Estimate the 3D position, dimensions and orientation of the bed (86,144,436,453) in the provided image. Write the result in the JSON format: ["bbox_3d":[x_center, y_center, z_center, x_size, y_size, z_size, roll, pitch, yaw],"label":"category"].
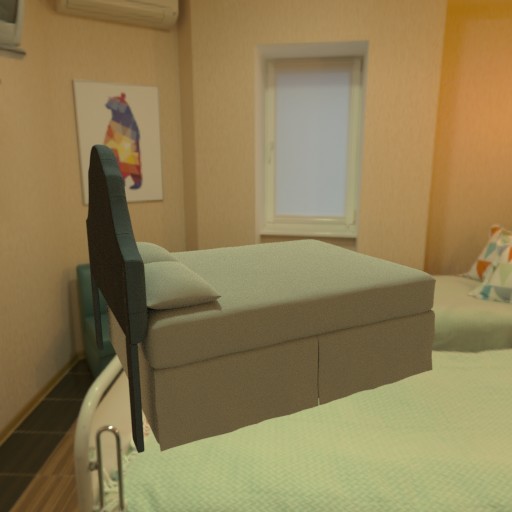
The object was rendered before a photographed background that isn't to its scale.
[{"bbox_3d":[0.000,0.000,3.267,2.155,1.575,1.636,-7,14,-26],"label":"bed"}]
